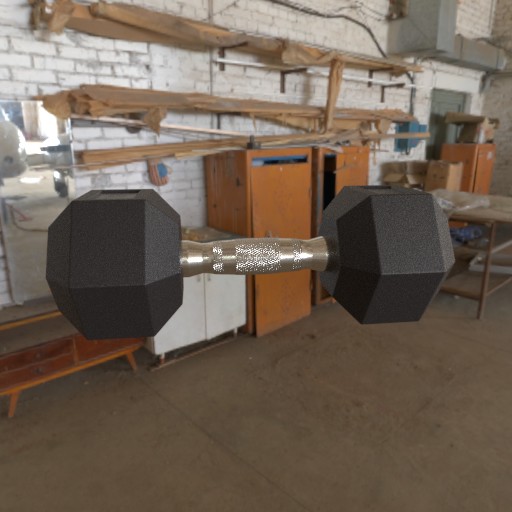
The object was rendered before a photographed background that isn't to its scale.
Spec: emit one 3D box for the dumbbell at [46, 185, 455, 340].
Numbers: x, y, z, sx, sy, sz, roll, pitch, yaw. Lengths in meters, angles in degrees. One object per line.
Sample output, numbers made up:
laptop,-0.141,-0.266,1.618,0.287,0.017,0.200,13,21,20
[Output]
dumbbell,0.000,0.000,0.423,0.356,0.123,0.141,-2,16,-7
